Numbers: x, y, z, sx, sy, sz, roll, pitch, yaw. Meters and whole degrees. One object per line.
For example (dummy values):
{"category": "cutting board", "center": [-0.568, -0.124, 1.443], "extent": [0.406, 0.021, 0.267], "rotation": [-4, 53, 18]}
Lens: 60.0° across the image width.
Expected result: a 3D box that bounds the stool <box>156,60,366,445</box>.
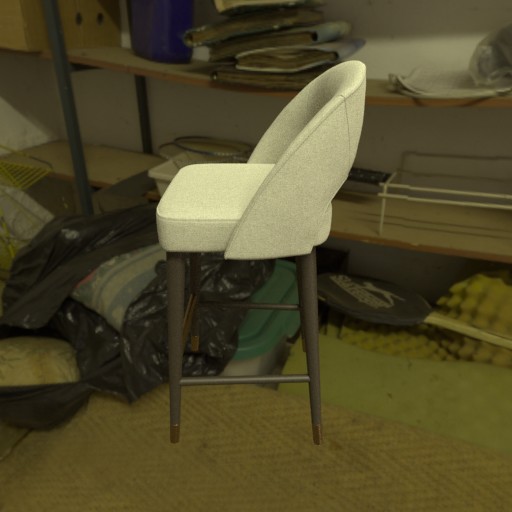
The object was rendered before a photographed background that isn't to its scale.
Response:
{"category": "stool", "center": [0.000, 0.000, 1.286], "extent": [0.509, 1.037, 0.494], "rotation": [0, 27, 1]}
